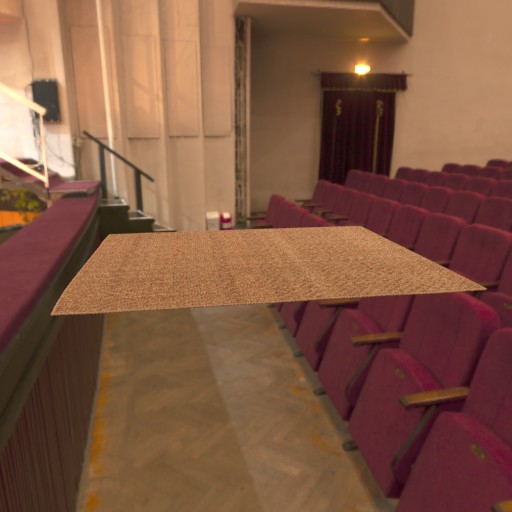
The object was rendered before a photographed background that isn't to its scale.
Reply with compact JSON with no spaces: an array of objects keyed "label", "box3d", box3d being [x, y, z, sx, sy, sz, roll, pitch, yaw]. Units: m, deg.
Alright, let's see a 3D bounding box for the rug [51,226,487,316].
[{"label":"rug","box3d":[0.000,0.000,4.142,3.048,0.013,2.439,-2,15,-9]}]
